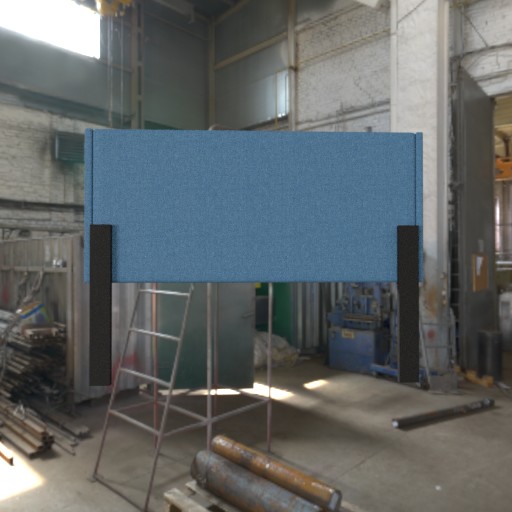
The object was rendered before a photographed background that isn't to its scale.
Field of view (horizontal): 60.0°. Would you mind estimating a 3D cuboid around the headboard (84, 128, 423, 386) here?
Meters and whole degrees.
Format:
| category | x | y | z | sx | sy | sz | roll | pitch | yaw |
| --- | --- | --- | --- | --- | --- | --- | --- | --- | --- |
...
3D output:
| category | x | y | z | sx | sy | sz | roll | pitch | yaw |
| --- | --- | --- | --- | --- | --- | --- | --- | --- | --- |
| headboard | 0.000 | 0.000 | 2.729 | 2.051 | 1.524 | 0.184 | 0 | -1 | -2 |
